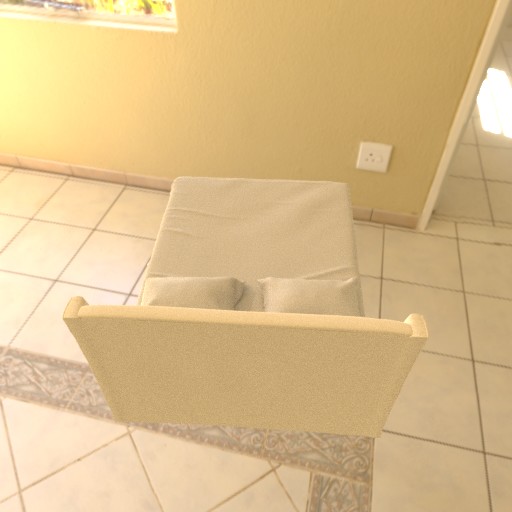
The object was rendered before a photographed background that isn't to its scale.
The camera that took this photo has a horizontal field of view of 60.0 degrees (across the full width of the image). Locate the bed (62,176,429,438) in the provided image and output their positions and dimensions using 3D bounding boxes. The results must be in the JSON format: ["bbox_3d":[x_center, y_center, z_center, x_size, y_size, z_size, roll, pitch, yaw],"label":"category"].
[{"bbox_3d":[0.000,0.000,3.508,1.925,1.332,2.276,3,46,3],"label":"bed"}]
